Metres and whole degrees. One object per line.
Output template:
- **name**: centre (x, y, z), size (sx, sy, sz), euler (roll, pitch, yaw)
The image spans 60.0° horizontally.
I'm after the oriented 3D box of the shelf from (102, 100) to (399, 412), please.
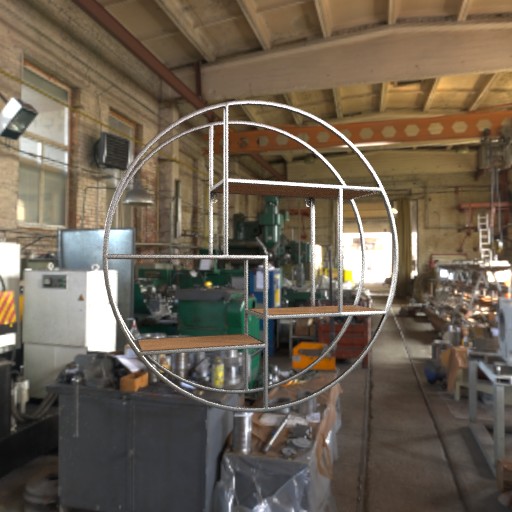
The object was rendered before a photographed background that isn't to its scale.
- **shelf**: centre (0.000, 0.000, 1.360), size (0.888, 0.888, 0.202), euler (0, -1, -18)
